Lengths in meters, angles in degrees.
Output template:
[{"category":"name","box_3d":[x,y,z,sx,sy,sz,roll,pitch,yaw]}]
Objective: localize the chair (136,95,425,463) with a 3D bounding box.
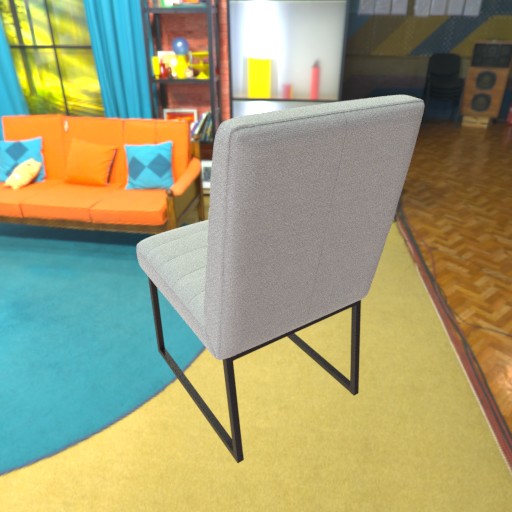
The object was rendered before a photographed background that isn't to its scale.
[{"category":"chair","box_3d":[0.000,0.000,1.295,0.520,0.930,0.634,-18,34,-29]}]
